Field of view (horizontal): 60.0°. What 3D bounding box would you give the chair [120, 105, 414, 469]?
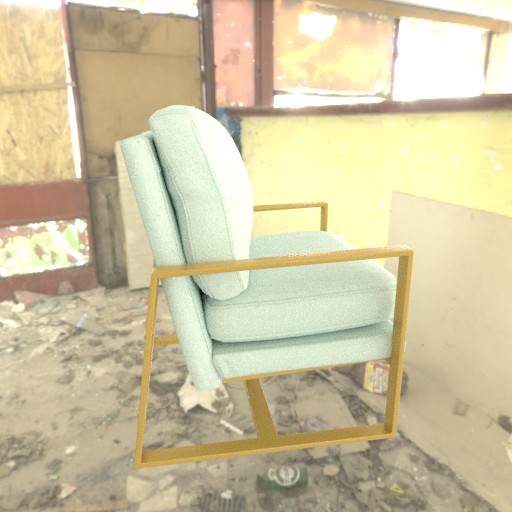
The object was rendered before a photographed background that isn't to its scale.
[{"bbox_3d":[0.000,0.000,1.497,0.813,0.956,0.758,-3,17,-9],"label":"chair"}]
